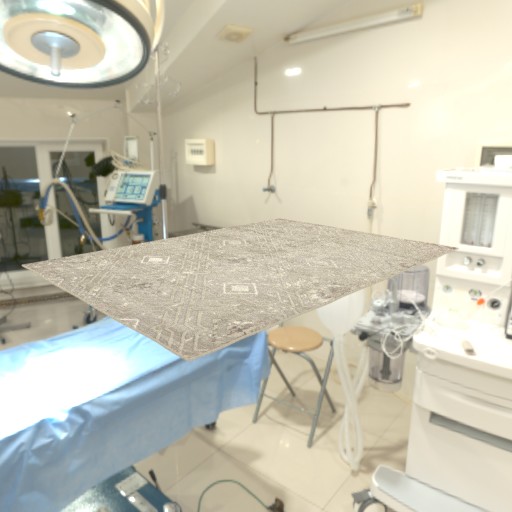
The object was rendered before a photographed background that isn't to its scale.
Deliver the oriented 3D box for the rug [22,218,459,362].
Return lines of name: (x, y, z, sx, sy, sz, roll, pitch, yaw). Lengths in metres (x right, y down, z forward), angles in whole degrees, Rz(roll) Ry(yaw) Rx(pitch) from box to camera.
rug: (0.000, 0.000, 4.169, 3.359, 0.020, 2.448, -14, 20, -43)
